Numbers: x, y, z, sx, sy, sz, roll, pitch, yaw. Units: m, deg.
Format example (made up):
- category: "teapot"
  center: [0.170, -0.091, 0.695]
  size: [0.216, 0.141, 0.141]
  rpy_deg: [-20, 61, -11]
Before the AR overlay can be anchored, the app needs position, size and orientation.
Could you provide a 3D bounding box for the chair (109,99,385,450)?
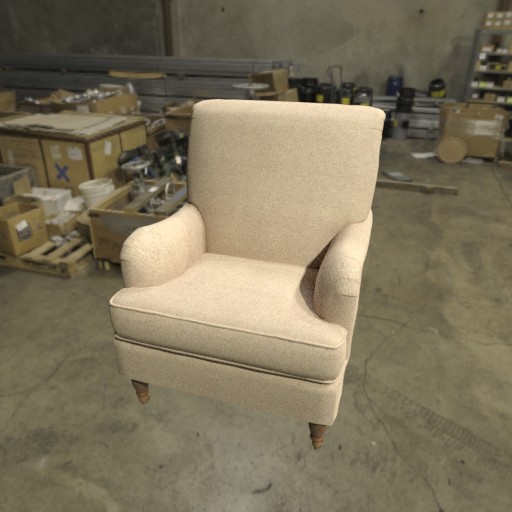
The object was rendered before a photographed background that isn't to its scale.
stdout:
- category: "chair"
  center: [0.000, 0.000, 1.827]
  size: [0.879, 1.119, 0.953]
  rpy_deg: [8, 28, 16]
